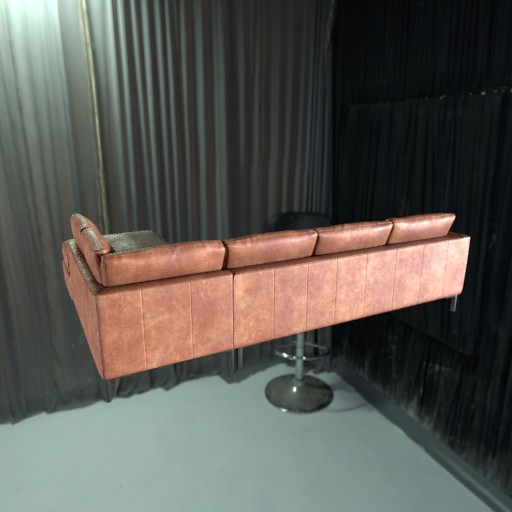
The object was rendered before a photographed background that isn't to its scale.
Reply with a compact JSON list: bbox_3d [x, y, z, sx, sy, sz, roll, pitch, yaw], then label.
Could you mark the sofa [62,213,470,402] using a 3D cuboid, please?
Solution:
[{"bbox_3d":[0.000,0.000,3.855,2.984,0.877,1.938,-8,18,-26],"label":"sofa"}]
